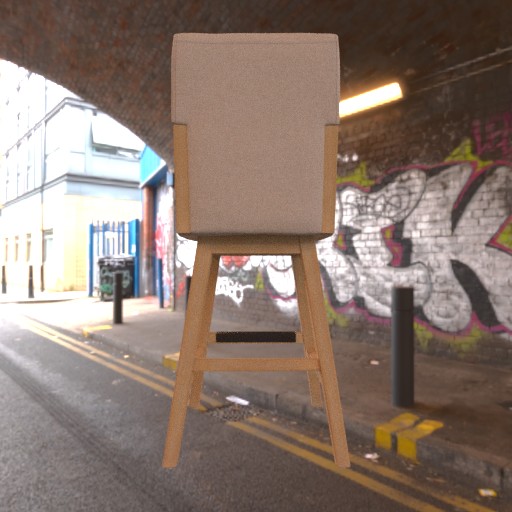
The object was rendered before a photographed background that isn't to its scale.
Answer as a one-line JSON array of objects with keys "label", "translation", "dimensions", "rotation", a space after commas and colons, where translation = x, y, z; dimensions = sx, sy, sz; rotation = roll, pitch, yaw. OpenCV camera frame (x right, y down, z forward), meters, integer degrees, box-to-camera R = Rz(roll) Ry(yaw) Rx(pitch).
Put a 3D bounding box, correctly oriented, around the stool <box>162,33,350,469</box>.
[{"label": "stool", "translation": [0.000, 0.000, 1.255], "dimensions": [0.446, 1.015, 0.543], "rotation": [0, -1, 0]}]
